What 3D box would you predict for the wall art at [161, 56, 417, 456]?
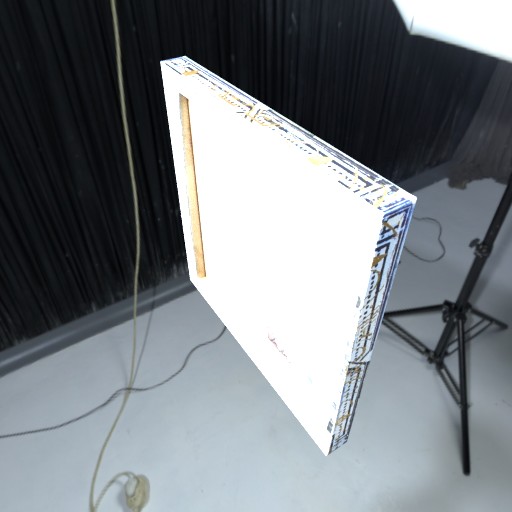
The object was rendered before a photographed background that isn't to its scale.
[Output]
[{"bbox_3d":[0.000,0.000,0.607,0.038,0.410,0.411,-23,47,-24],"label":"wall art"}]
